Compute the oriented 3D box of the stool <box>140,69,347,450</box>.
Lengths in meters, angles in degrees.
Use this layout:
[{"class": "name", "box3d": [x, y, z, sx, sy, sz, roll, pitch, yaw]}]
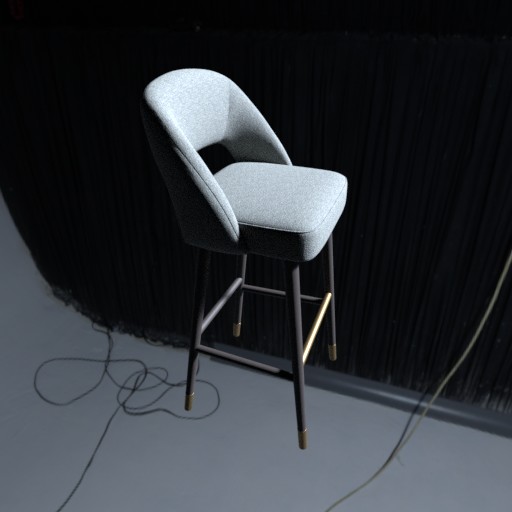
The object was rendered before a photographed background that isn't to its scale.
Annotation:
[{"class": "stool", "box3d": [0.000, 0.000, 1.427, 0.524, 1.089, 0.536, 11, 31, 18]}]
